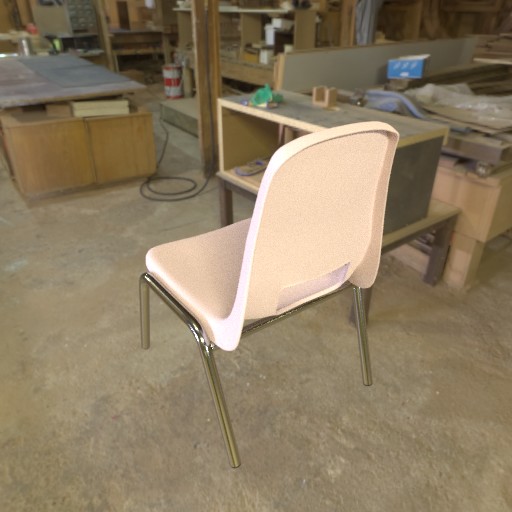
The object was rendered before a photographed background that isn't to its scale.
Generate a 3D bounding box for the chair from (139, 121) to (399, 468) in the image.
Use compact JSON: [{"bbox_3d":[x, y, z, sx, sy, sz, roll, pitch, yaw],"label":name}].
[{"bbox_3d":[0.000,0.000,0.787,0.354,0.537,0.385,-19,36,-29],"label":"chair"}]
